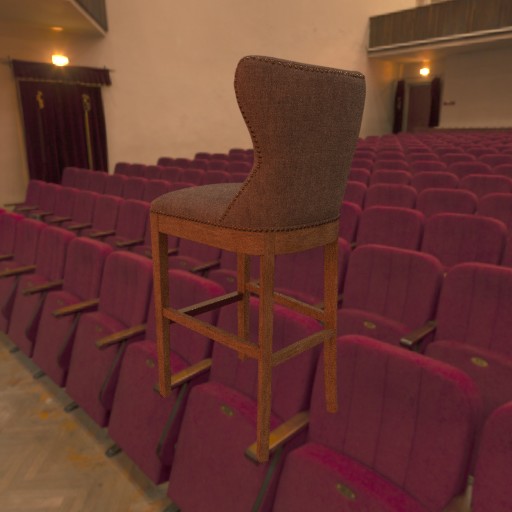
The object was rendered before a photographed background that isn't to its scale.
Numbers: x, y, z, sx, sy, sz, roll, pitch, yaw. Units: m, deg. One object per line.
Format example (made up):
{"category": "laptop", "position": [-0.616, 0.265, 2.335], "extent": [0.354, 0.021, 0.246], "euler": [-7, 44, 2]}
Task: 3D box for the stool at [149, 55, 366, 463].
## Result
{"category": "stool", "position": [0.000, 0.000, 1.453], "extent": [0.494, 1.123, 0.606], "euler": [-14, 21, -42]}
